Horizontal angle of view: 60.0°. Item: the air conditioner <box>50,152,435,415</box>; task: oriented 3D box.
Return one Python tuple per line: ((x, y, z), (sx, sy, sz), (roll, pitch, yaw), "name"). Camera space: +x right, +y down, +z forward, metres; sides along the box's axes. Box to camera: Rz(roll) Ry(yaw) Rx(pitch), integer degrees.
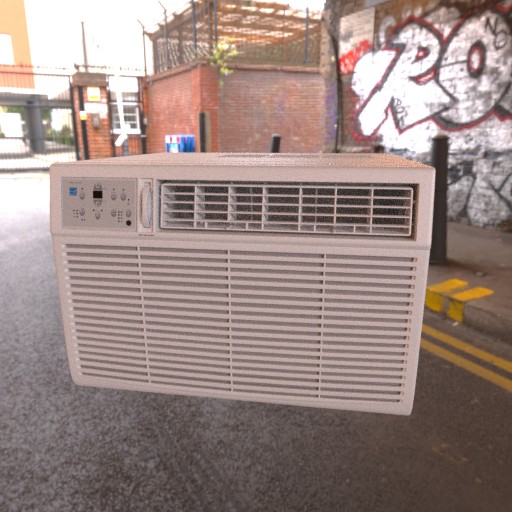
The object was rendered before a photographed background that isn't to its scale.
((0.000, 0.000, 1.046), (0.645, 0.455, 0.599), (2, 15, 9), "air conditioner")
